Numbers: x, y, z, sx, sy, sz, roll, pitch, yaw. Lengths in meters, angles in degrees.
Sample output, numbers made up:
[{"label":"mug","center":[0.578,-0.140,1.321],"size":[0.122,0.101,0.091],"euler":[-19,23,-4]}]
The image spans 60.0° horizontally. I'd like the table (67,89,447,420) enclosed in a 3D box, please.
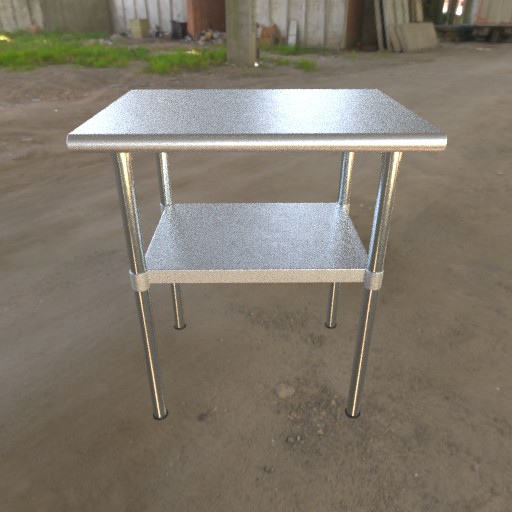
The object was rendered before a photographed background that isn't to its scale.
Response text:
[{"label":"table","center":[0.000,0.000,1.349],"size":[0.762,0.876,0.584],"euler":[0,29,-1]}]
